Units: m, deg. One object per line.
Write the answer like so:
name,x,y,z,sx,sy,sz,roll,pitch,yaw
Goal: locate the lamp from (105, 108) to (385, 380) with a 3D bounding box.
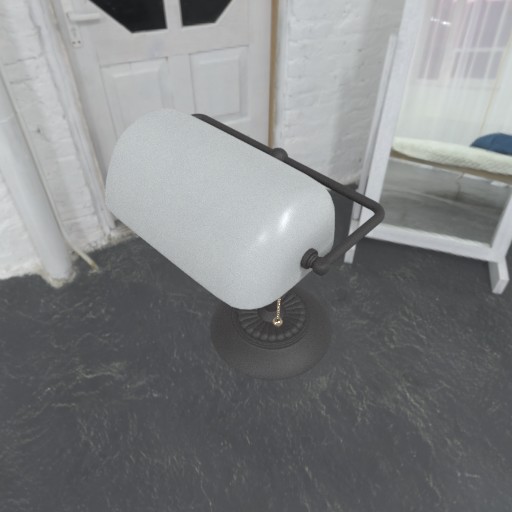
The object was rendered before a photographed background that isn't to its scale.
lamp,0.000,0.000,0.518,0.264,0.339,0.243,34,55,29
